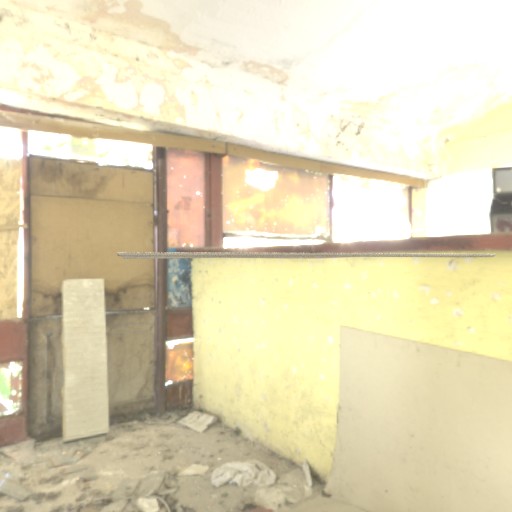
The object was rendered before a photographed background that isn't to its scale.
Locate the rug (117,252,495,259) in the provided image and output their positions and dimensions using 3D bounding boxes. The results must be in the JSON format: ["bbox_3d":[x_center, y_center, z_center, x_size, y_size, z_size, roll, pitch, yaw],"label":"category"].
[{"bbox_3d":[0.000,0.000,4.166,2.434,0.045,3.202,0,-1,-16],"label":"rug"}]
